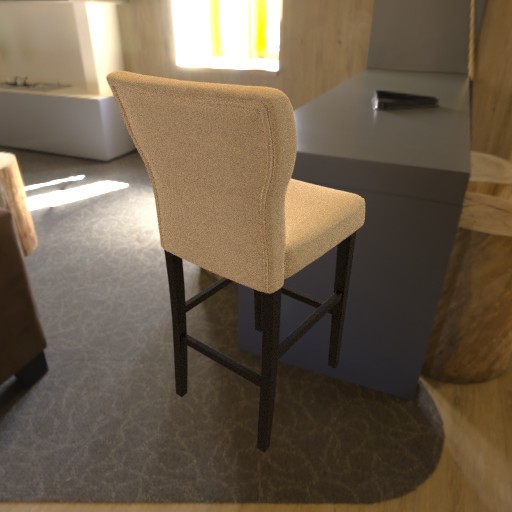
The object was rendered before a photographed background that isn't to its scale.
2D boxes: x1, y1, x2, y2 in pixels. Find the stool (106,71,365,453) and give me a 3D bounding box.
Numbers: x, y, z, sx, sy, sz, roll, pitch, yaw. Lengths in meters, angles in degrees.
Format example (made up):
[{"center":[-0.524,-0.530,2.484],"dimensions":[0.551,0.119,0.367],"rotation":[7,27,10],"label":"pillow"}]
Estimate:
[{"center":[0.000,0.000,1.413],"dimensions":[0.516,1.124,0.603],"rotation":[21,36,32],"label":"stool"}]
